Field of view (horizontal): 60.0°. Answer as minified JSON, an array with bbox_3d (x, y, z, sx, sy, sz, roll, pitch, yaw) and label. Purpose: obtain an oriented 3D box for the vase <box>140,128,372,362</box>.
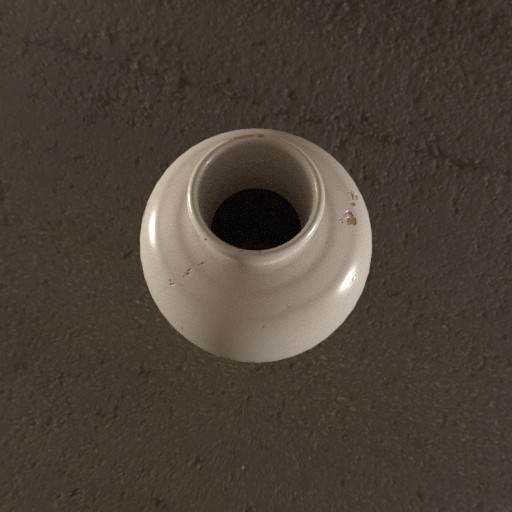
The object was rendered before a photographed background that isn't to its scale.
[{"bbox_3d":[0.000,0.000,0.335,0.158,0.228,0.158,0,74,0],"label":"vase"}]
